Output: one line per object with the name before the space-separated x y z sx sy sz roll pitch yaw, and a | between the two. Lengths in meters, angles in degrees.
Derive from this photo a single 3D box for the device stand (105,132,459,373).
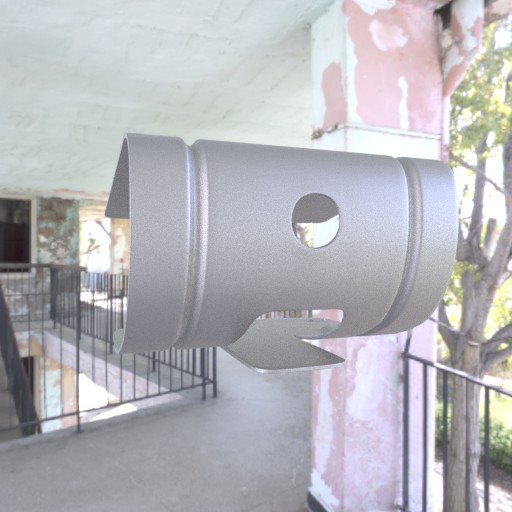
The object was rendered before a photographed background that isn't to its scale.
device stand | 0.000 0.000 0.400 0.256 0.155 0.236 0 0 -20
